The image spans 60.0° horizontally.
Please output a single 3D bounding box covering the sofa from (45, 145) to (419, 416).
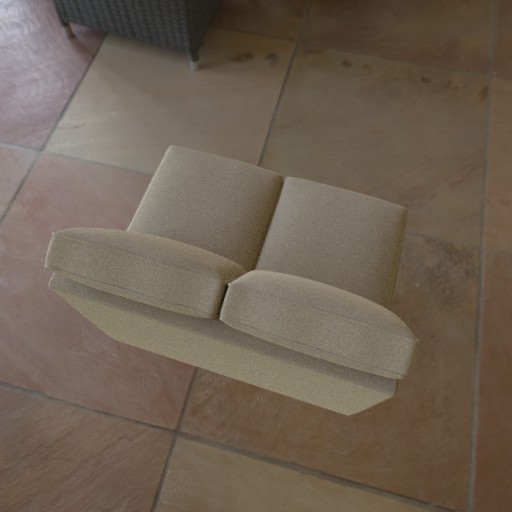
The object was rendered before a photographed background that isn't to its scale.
[{"bbox_3d":[0.000,0.000,1.944,1.237,1.008,0.951,16,66,7],"label":"sofa"}]
